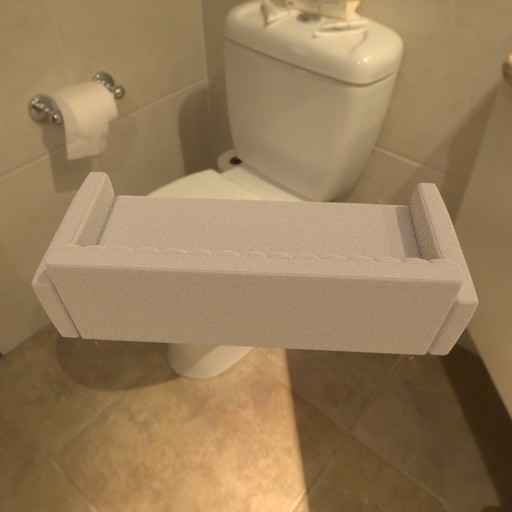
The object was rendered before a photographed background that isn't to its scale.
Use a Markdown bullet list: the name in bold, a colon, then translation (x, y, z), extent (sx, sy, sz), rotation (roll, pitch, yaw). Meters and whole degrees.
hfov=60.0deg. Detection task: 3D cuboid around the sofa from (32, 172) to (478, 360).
- **sofa**: translation (0.000, 0.000, 2.695), extent (2.291, 0.821, 0.990), rotation (2, 47, 2)
